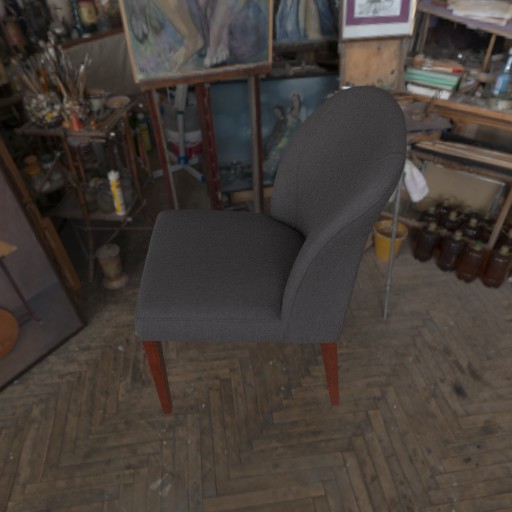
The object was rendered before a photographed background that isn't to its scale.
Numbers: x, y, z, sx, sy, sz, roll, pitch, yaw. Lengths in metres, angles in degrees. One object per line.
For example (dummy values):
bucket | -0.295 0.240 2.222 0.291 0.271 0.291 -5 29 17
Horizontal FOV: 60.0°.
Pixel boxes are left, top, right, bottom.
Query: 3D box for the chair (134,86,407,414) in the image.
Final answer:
chair | 0.000 0.000 1.246 0.619 0.879 0.506 -1 40 -2
